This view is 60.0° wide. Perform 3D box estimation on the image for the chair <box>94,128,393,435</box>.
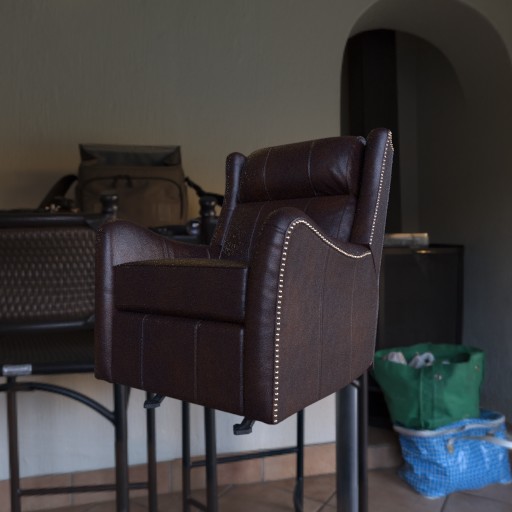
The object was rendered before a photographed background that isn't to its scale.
[{"bbox_3d":[0.000,0.000,1.808,0.869,1.084,1.008,0,0,35],"label":"chair"}]
